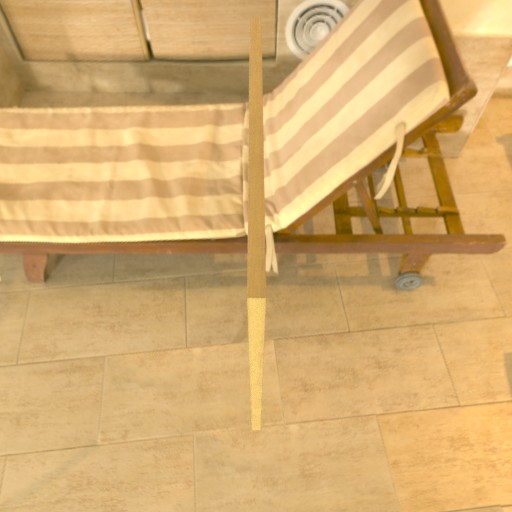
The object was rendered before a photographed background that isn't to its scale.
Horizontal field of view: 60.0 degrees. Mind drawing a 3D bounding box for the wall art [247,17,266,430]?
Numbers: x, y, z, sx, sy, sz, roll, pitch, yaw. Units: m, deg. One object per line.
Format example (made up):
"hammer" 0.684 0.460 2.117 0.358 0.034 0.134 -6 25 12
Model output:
"wall art" 0.000 0.000 1.335 0.030 1.002 0.798 0 57 0
